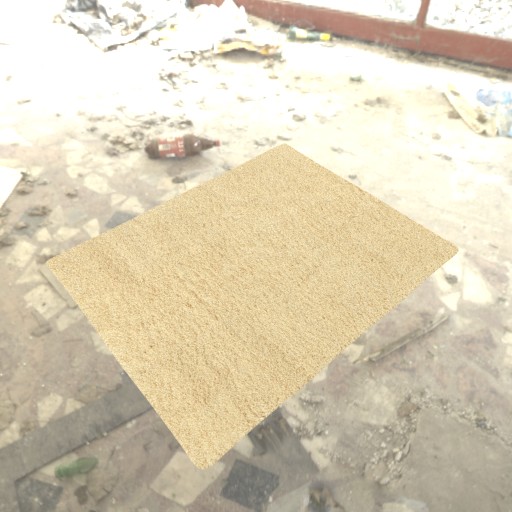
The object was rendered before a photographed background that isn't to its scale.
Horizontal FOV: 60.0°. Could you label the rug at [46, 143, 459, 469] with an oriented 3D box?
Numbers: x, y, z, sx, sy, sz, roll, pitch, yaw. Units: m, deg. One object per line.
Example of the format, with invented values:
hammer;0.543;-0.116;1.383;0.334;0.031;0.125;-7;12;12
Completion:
rug;0.000;0.000;4.086;3.001;0.025;2.401;-32;54;-27
